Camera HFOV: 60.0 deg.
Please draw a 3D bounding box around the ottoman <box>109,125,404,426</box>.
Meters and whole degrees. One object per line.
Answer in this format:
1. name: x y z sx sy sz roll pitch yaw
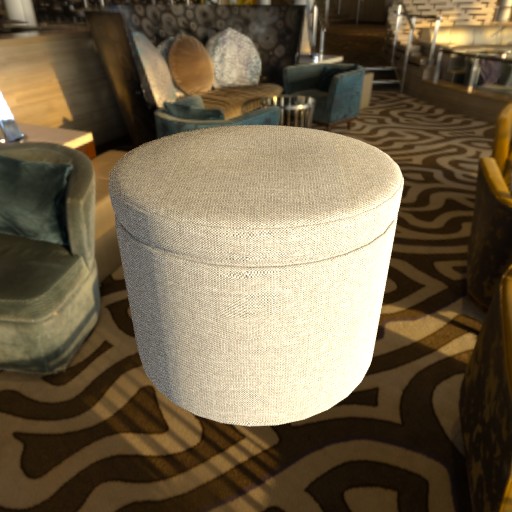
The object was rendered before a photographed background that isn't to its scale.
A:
1. ottoman: 0.000 0.000 0.870 0.500 0.419 0.500 0 31 0
